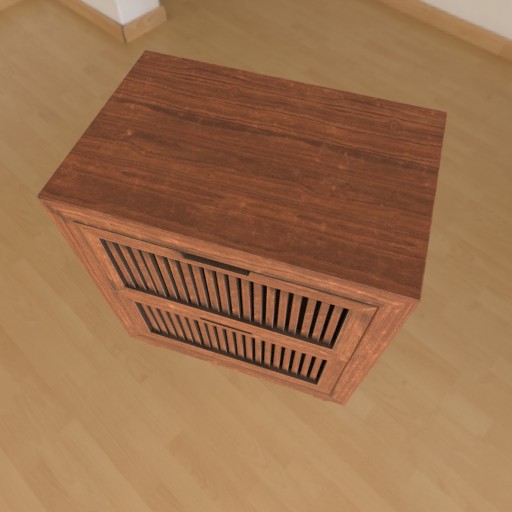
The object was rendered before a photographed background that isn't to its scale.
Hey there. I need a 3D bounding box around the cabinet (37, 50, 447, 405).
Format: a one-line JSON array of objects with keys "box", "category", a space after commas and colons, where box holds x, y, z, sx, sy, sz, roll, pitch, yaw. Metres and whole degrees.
[{"box": [0.000, 0.000, 1.056, 0.607, 0.695, 0.410, 15, 60, 9], "category": "cabinet"}]
